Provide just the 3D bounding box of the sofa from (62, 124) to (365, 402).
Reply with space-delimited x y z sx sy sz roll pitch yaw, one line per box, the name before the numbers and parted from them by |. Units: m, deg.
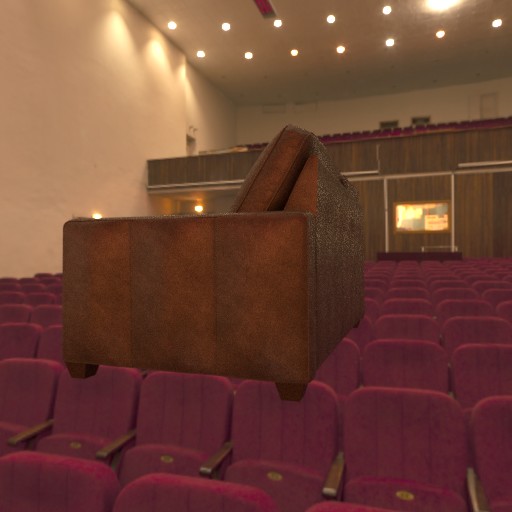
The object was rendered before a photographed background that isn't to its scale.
sofa | 0.000 0.000 2.285 0.939 0.916 1.732 0 -1 19
